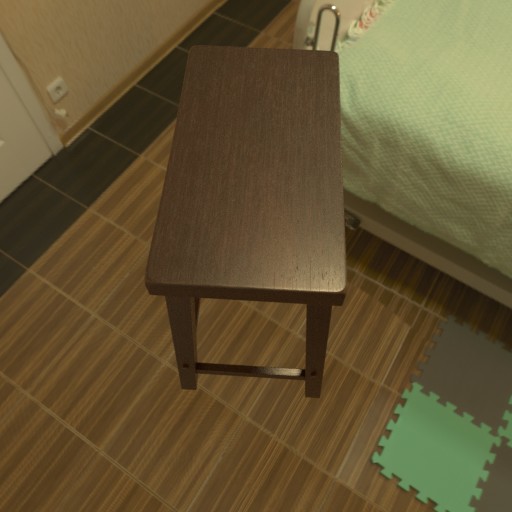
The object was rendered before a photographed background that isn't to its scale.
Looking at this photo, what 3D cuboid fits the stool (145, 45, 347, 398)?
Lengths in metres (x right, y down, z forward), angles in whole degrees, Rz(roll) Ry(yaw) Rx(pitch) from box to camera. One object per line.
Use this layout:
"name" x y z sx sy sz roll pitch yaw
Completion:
"stool" 0.000 0.000 0.858 0.322 0.610 0.406 3 62 2
